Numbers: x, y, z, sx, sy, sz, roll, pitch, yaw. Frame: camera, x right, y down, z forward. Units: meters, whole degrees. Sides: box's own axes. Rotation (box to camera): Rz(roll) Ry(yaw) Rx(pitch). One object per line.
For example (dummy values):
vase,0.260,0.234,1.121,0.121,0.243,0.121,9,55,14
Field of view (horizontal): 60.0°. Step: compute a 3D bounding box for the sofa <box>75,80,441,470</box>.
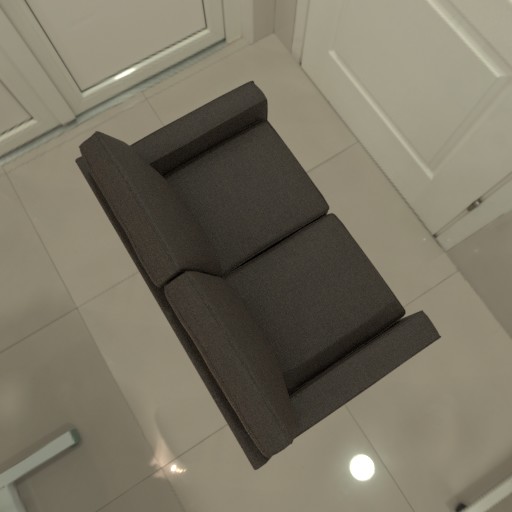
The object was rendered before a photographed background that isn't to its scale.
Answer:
sofa,0.000,0.000,2.130,0.974,0.887,1.534,-31,77,-8
